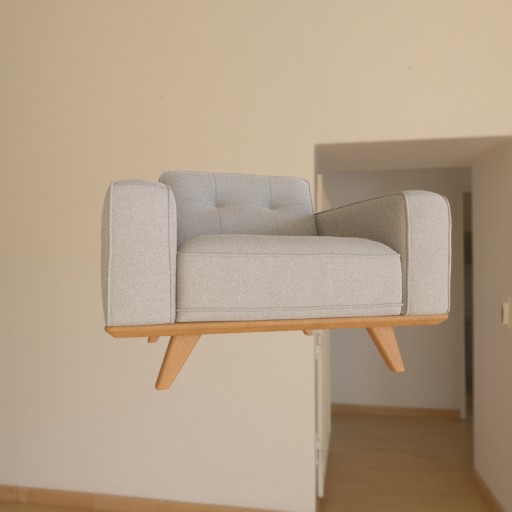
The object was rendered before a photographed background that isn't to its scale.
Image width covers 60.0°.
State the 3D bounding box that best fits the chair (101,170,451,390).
[{"bbox_3d":[0.000,0.000,1.752,1.115,0.779,0.953,0,-1,-15],"label":"chair"}]
